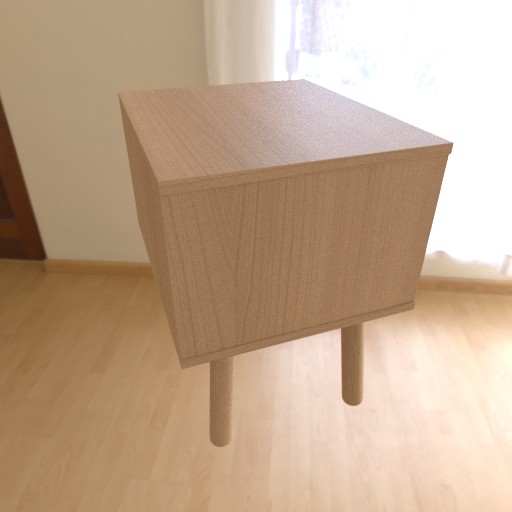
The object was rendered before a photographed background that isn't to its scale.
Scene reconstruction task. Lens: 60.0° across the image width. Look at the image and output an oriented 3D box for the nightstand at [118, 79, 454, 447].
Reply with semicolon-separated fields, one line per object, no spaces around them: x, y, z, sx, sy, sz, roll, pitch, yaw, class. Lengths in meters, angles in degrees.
0.000;0.000;0.836;0.380;0.530;0.450;-11;34;-17;nightstand
